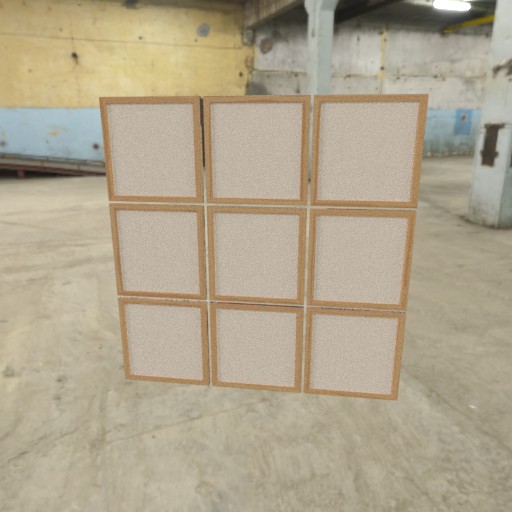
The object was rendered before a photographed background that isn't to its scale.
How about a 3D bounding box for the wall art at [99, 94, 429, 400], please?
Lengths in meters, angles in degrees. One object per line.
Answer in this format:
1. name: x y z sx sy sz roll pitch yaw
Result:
1. wall art: 0.000 0.000 1.339 0.904 0.913 0.013 2 16 8
